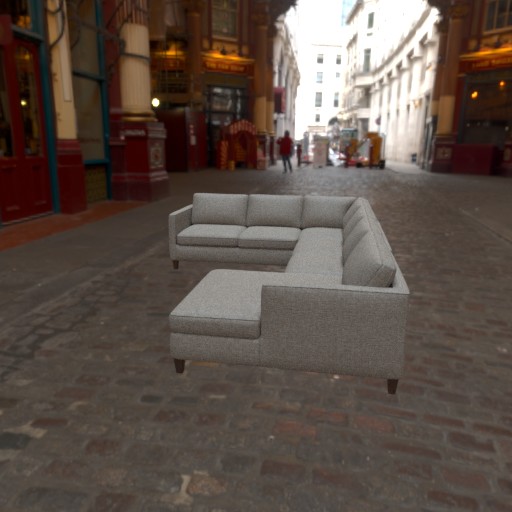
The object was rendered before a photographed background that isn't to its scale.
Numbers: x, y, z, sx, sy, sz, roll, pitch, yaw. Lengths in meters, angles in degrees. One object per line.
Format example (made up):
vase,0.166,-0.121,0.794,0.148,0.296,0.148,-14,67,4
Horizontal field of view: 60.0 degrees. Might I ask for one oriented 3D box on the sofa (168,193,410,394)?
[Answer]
sofa,0.000,0.000,4.532,2.551,0.889,3.403,3,15,10
